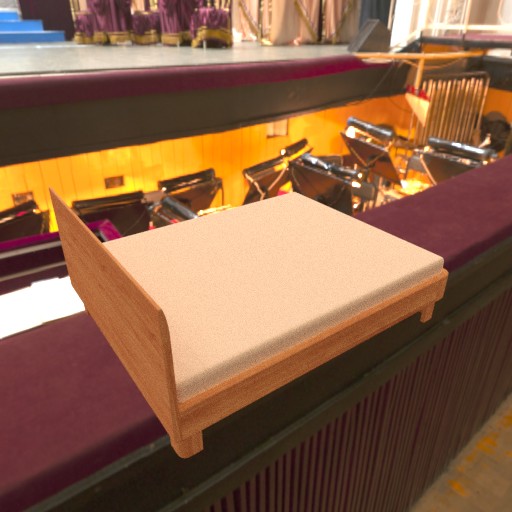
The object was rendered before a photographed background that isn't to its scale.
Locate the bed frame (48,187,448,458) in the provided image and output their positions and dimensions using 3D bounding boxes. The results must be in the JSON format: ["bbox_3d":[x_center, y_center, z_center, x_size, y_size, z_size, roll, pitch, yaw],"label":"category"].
[{"bbox_3d":[0.000,0.000,3.010,2.092,0.940,1.660,-19,34,-31],"label":"bed frame"}]
